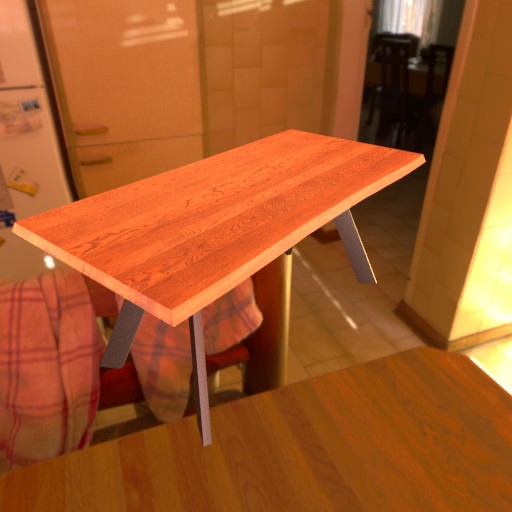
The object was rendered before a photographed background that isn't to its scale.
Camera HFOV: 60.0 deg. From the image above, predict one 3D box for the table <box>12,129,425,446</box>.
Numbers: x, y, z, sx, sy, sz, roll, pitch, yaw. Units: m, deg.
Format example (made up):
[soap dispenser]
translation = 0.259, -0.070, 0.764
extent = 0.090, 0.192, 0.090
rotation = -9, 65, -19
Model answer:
[table]
translation = 0.000, 0.000, 2.193
extent = 0.900, 0.770, 1.800
rotation = 22, 36, 33
